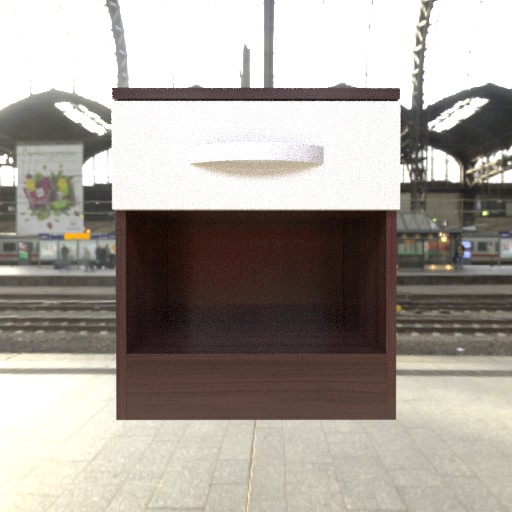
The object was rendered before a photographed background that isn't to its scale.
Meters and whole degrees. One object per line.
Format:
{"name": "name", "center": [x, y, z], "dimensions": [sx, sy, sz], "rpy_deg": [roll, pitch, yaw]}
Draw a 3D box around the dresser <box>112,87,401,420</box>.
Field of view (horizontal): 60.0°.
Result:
{"name": "dresser", "center": [0.000, 0.000, 0.769], "dimensions": [0.400, 0.470, 0.360], "rpy_deg": [0, 1, 0]}
